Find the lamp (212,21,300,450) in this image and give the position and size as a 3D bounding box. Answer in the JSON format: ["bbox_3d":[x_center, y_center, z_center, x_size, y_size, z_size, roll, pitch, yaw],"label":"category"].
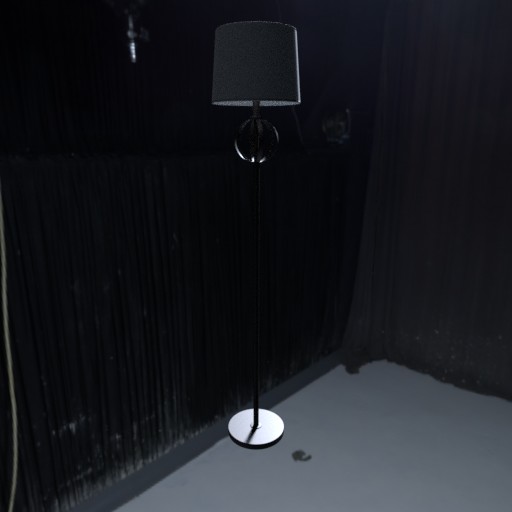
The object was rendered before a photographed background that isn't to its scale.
[{"bbox_3d":[0.000,0.000,1.585,0.286,1.462,0.286,-15,22,-42],"label":"lamp"}]
